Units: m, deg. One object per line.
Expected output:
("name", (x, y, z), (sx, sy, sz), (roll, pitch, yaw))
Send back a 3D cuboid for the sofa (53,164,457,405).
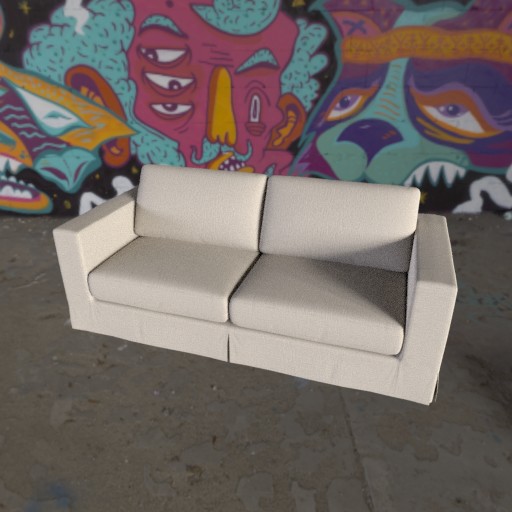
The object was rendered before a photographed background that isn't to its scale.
("sofa", (0.000, 0.000, 2.691), (2.163, 0.881, 0.954), (8, 27, 16))
